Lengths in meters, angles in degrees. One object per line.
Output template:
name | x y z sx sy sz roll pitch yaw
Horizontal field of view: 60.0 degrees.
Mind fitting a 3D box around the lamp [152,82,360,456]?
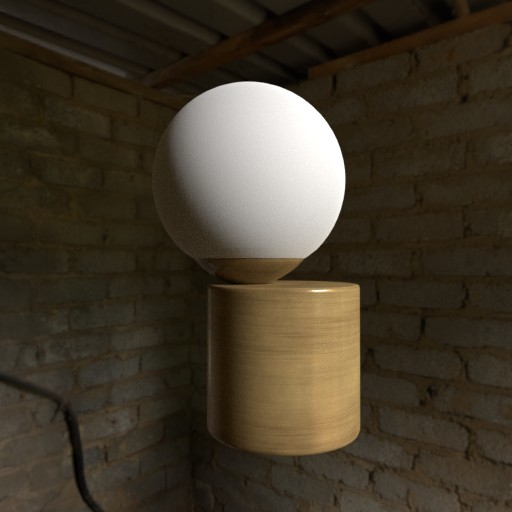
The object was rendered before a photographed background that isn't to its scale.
lamp | 0.000 0.000 0.331 0.152 0.250 0.141 0 -1 1
